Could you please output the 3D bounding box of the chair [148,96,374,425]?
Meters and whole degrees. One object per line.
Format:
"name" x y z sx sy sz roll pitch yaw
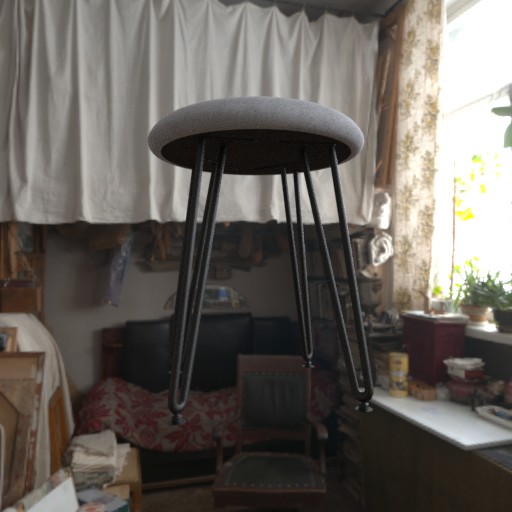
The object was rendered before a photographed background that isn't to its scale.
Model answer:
"chair" 0.000 0.000 0.648 0.350 0.386 0.350 0 -1 34
